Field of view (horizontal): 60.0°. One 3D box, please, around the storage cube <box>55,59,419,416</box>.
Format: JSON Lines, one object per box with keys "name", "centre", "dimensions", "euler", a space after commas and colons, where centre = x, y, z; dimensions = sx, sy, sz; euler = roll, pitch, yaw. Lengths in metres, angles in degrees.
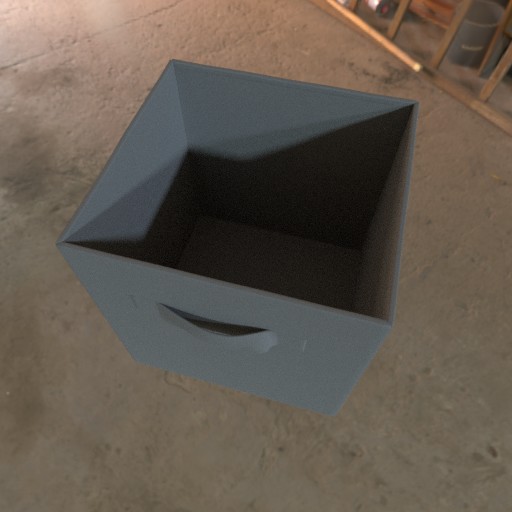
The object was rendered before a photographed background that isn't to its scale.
{"name": "storage cube", "centre": [0.000, 0.000, 0.507], "dimensions": [0.270, 0.280, 0.270], "euler": [13, 58, 8]}
